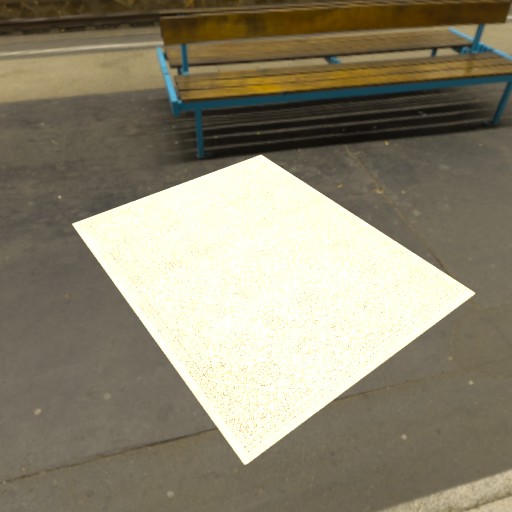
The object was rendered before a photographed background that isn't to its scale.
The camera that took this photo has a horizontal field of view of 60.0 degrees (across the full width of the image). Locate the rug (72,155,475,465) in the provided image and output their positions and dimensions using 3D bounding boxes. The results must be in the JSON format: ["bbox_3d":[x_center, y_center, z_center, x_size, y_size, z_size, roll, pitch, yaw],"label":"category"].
[{"bbox_3d":[0.000,0.000,4.182,2.441,0.015,3.050,-26,48,-27],"label":"rug"}]
